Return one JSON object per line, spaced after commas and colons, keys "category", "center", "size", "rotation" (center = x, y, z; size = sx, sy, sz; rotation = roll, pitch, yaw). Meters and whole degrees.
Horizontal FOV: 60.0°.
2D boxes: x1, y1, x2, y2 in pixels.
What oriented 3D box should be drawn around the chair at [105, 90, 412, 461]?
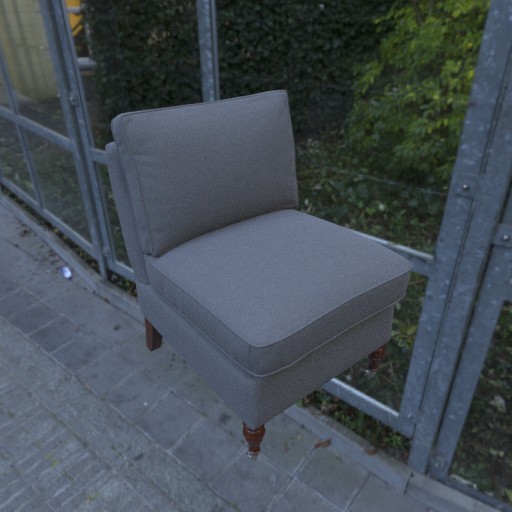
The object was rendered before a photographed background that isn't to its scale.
{"category": "chair", "center": [0.000, 0.000, 1.656], "size": [0.724, 1.045, 0.924], "rotation": [-22, 36, -32]}
